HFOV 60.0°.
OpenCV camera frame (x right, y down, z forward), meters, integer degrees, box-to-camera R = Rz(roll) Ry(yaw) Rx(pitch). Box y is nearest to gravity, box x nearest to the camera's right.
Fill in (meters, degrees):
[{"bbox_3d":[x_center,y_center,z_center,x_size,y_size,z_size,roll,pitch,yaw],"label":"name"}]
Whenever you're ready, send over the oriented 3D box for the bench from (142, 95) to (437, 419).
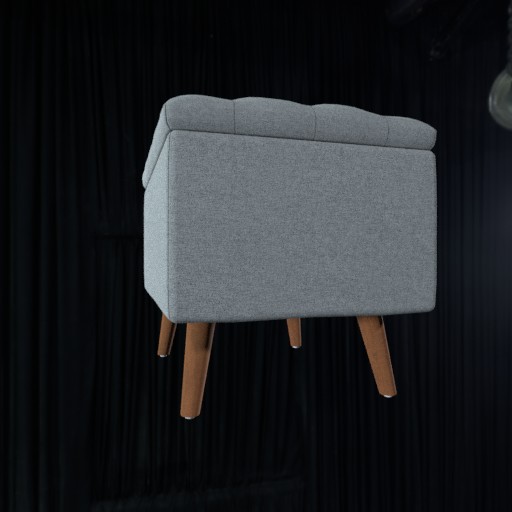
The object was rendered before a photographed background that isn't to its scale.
[{"bbox_3d":[0.000,0.000,0.888,0.417,0.469,0.572,0,0,-17],"label":"bench"}]
